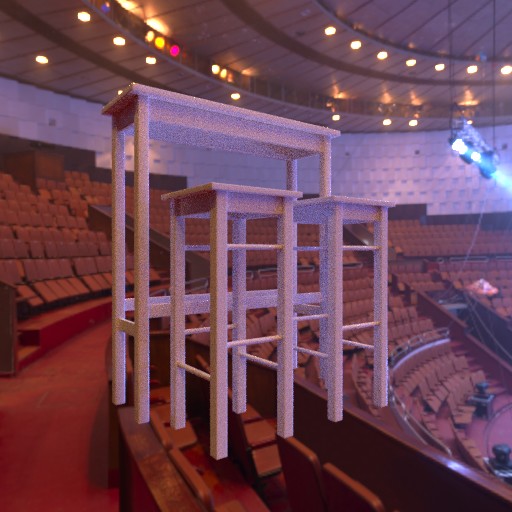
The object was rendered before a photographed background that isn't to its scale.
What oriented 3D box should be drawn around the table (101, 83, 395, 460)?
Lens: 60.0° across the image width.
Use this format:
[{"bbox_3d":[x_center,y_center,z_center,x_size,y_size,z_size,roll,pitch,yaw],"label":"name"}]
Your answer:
[{"bbox_3d":[0.000,0.000,1.617,0.915,1.065,0.650,0,0,-36],"label":"table"}]
